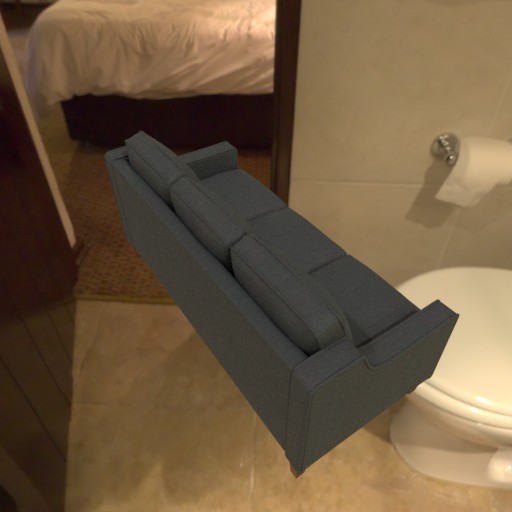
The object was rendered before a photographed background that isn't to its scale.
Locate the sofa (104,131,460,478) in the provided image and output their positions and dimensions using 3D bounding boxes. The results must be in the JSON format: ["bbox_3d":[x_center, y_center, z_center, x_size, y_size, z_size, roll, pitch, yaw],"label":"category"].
[{"bbox_3d":[0.000,0.000,2.518,0.911,0.974,1.986,-24,47,-25],"label":"sofa"}]
